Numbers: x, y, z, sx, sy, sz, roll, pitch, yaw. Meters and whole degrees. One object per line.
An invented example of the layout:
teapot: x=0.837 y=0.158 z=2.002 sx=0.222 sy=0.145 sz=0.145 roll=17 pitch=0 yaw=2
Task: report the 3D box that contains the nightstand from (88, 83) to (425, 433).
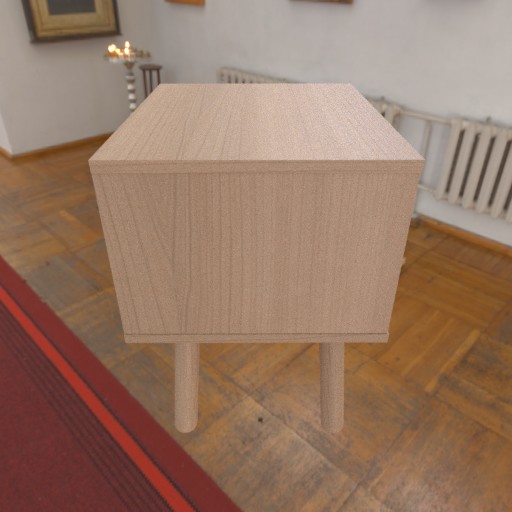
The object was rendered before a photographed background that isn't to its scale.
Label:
nightstand: x=0.000 y=0.000 z=0.830 sx=0.380 sy=0.530 sz=0.450 roll=0 pitch=32 yaw=0
